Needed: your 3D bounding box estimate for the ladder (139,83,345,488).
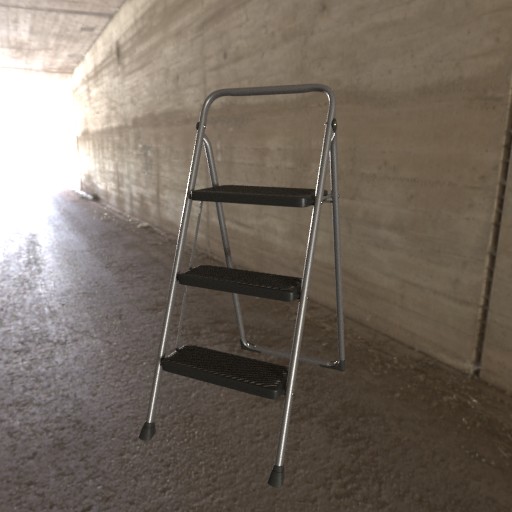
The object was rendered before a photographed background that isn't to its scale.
[{"bbox_3d":[0.000,0.000,1.292,0.430,0.945,0.629,7,16,25],"label":"ladder"}]
